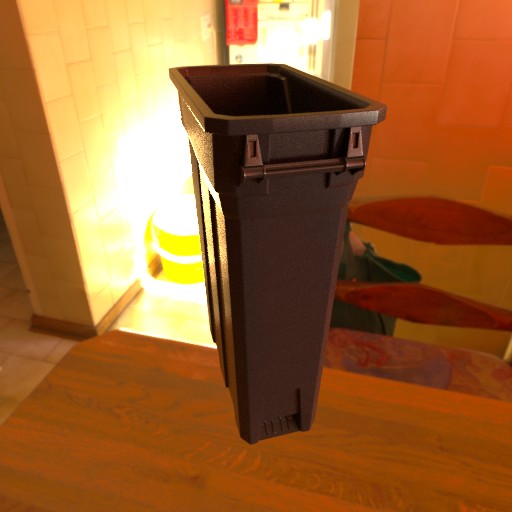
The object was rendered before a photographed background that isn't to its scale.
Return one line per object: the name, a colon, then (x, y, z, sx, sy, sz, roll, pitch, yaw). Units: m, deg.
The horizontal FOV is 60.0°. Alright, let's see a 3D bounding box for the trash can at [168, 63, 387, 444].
trash can: (0.000, 0.000, 1.034, 0.281, 0.762, 0.559, -8, 31, -13)
